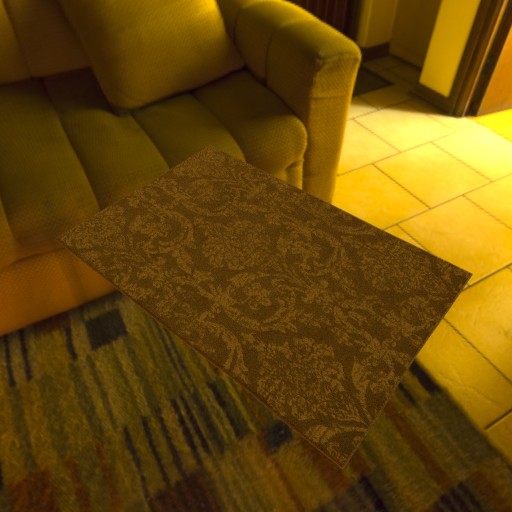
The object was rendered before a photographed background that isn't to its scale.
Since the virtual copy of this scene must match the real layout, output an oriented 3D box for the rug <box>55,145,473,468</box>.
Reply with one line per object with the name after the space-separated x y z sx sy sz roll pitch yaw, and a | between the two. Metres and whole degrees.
0.000 0.000 2.304 1.824 0.012 1.206 31 54 26 | rug
